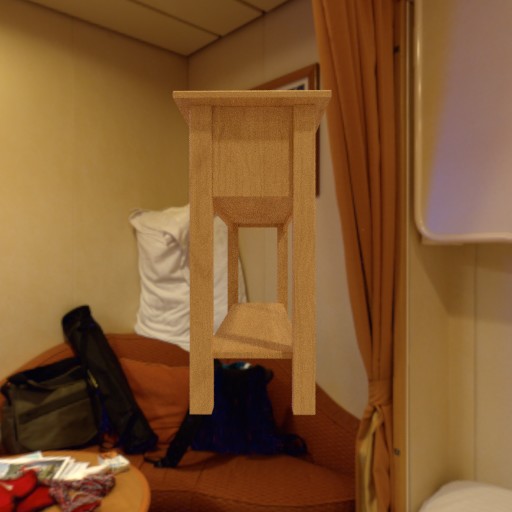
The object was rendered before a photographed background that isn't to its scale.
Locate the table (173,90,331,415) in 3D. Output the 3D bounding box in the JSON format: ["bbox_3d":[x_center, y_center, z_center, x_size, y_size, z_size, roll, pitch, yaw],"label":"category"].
[{"bbox_3d":[0.000,0.000,1.597,0.350,0.730,1.240,0,0,1],"label":"table"}]
